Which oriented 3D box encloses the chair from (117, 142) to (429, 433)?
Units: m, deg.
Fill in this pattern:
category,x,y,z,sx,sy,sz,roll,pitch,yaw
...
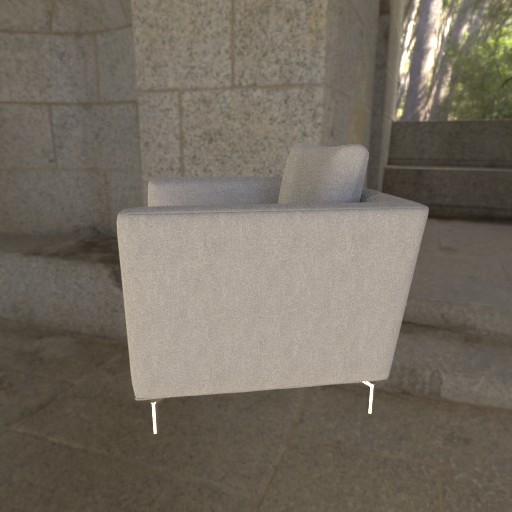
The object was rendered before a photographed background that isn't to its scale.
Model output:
category,x,y,z,sx,sy,sz,roll,pitch,yaw
chair,0.000,0.000,1.747,0.889,0.864,1.041,-2,15,-8
